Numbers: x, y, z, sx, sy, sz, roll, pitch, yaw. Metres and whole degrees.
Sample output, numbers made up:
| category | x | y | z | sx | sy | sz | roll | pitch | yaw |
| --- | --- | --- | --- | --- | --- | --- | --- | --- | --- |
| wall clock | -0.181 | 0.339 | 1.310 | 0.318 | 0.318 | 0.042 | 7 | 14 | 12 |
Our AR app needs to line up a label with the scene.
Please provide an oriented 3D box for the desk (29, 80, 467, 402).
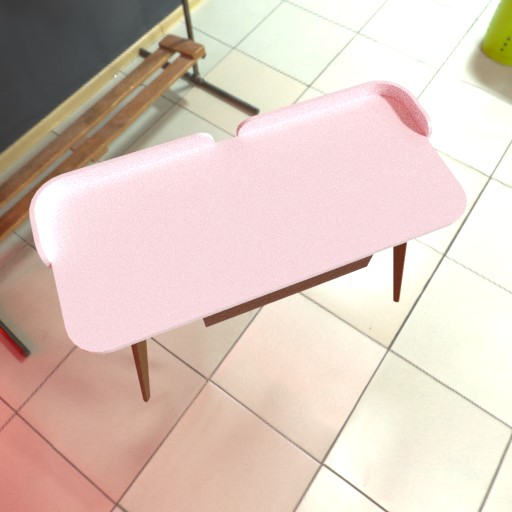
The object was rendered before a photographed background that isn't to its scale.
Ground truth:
| category | x | y | z | sx | sy | sz | roll | pitch | yaw |
| --- | --- | --- | --- | --- | --- | --- | --- | --- | --- |
| desk | 0.000 | 0.000 | 1.605 | 1.206 | 0.807 | 0.534 | -20 | 66 | -9 |
